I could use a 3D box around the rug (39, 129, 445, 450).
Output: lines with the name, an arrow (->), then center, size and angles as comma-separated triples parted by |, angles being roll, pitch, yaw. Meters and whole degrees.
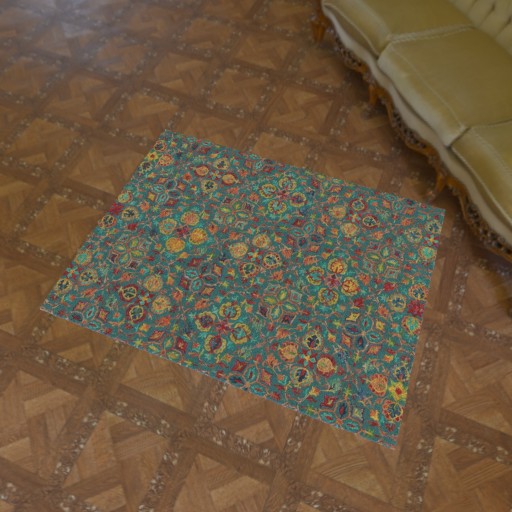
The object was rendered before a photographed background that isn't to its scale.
rug -> 0.000, 0.000, 4.234 | 3.204, 0.025, 2.434 | 18, 60, 11
